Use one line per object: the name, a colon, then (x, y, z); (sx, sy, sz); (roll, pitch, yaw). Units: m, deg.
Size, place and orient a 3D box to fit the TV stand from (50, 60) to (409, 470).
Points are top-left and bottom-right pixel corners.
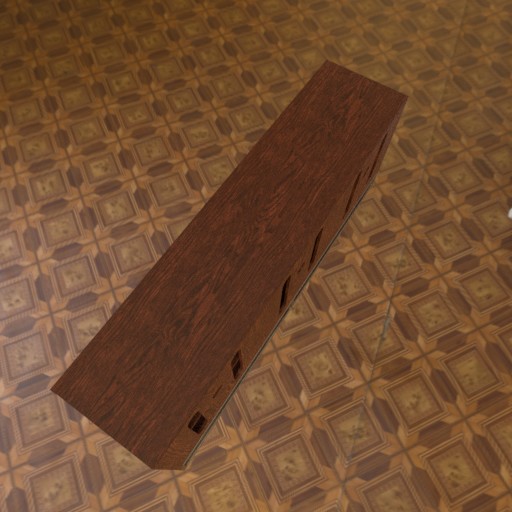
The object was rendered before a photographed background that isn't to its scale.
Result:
TV stand: (0.000, 0.000, 1.716); (0.382, 0.578, 1.541); (31, 68, 14)
